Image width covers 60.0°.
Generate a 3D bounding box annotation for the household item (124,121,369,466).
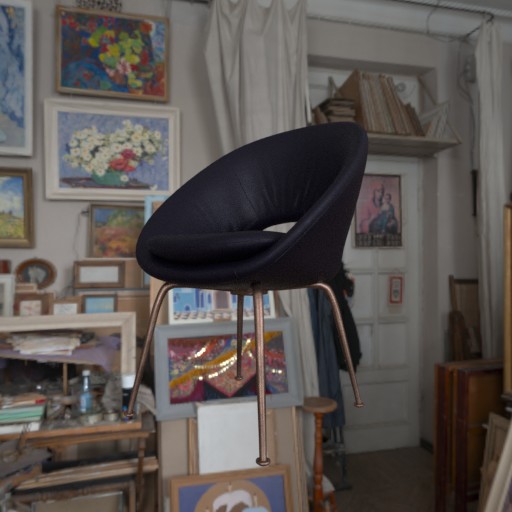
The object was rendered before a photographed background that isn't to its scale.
[{"bbox_3d":[0.000,0.000,1.256,0.623,0.852,0.573,0,0,38],"label":"household item"}]
